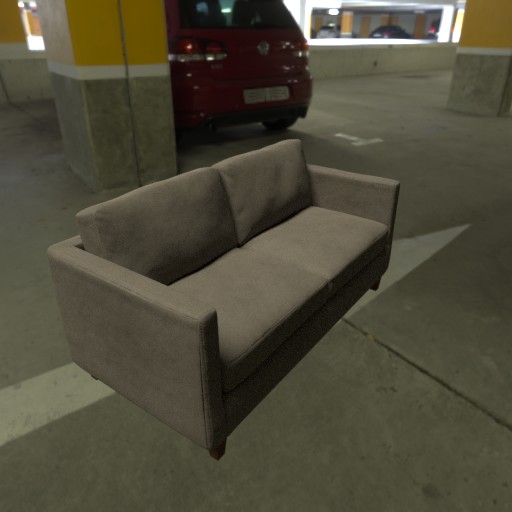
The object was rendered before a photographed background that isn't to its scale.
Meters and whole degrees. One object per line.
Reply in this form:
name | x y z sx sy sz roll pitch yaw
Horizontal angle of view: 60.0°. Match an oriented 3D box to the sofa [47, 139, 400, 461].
sofa | 0.000 0.000 2.469 0.950 0.963 1.884 18 32 32
